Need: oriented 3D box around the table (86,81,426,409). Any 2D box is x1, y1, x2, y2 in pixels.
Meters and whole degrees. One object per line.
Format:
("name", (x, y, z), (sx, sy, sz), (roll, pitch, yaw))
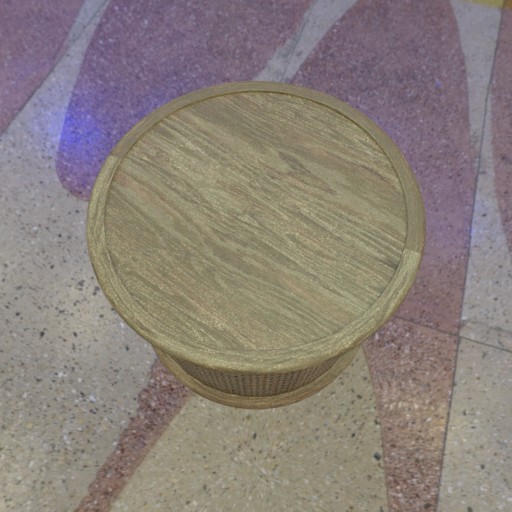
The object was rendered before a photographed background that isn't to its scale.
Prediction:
("table", (0.000, 0.000, 0.996), (0.607, 0.450, 0.607), (0, 64, 0))
